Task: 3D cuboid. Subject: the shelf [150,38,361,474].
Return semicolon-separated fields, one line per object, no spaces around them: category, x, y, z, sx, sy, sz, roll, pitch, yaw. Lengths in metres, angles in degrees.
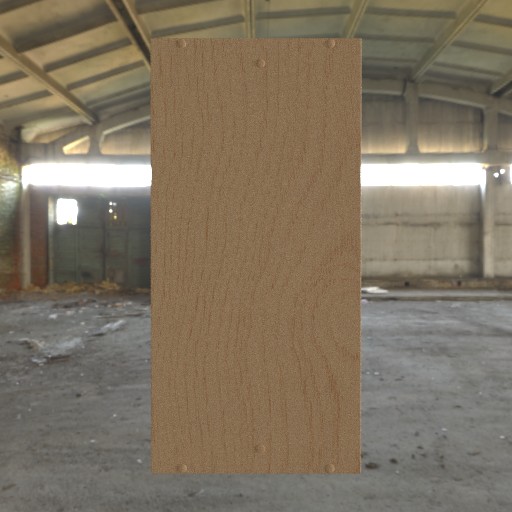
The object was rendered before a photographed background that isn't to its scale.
shelf;0.000;0.000;0.734;0.290;0.600;0.250;0;0;0
